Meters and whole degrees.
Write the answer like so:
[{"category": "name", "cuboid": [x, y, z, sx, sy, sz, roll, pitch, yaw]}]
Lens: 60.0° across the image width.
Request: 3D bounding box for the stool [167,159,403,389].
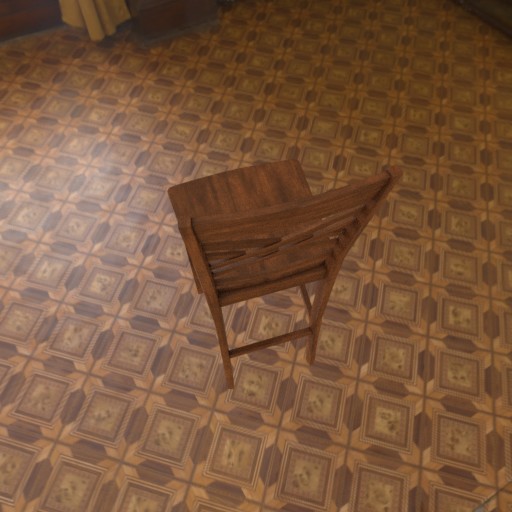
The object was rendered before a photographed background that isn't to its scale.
[{"category": "stool", "cuboid": [0.000, 0.000, 1.369, 0.426, 1.098, 0.504, -15, 59, -9]}]
